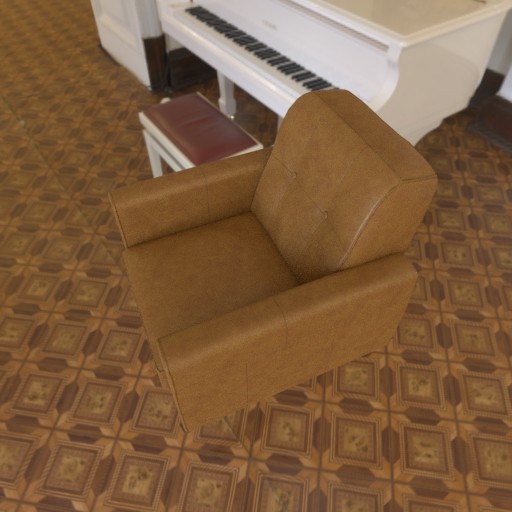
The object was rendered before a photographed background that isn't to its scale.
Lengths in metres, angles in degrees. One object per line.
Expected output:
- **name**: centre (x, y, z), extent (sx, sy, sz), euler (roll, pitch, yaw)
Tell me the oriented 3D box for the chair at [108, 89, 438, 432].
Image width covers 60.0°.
- **chair**: centre (0.000, 0.000, 1.683), extent (0.942, 0.968, 0.845), euler (-18, 51, -15)
